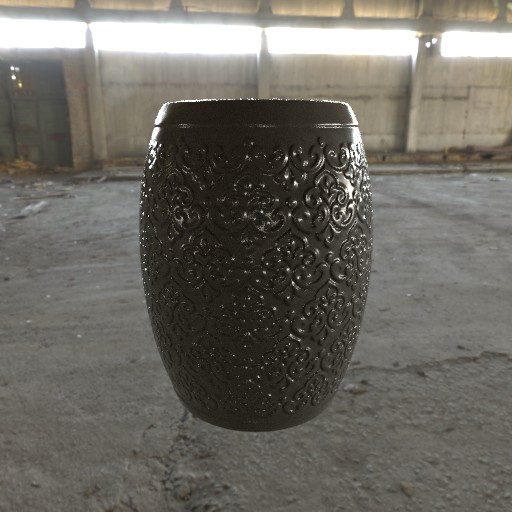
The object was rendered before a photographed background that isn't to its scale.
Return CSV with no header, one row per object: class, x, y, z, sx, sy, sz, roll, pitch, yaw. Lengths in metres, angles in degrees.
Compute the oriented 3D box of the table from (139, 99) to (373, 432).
table,0.000,0.000,0.611,0.309,0.397,0.309,0,16,0
